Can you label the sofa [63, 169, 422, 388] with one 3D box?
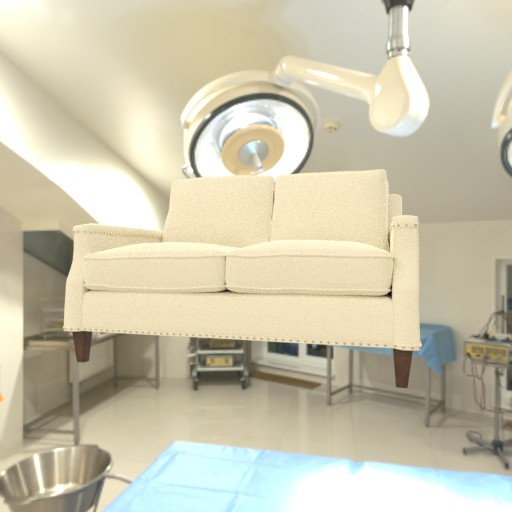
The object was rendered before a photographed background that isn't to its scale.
[{"bbox_3d":[0.000,0.000,2.357,1.597,1.003,1.084,0,0,17],"label":"sofa"}]
